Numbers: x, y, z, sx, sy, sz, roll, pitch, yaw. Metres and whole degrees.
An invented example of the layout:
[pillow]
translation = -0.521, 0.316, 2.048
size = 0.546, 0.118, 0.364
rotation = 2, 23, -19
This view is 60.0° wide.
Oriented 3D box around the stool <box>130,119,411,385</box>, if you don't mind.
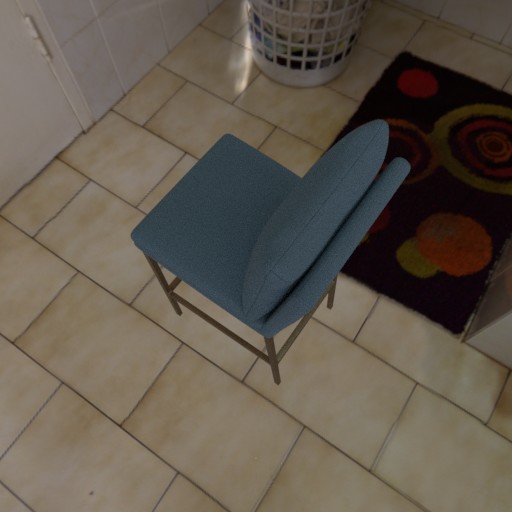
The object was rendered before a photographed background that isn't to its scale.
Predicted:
[stool]
translation = 0.000, 0.000, 1.434
size = 0.568, 1.124, 0.463
rotation = 34, 70, 14
